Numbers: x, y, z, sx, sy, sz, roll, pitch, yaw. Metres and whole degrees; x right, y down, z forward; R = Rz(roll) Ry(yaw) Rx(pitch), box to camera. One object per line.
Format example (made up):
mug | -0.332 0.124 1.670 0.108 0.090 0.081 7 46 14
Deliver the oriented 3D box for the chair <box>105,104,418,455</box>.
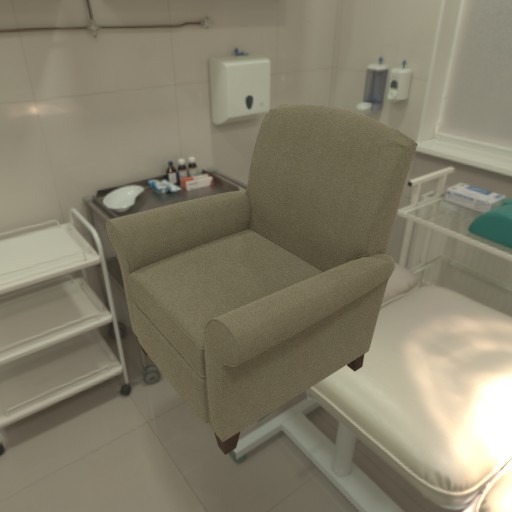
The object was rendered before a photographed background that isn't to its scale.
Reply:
chair | 0.000 0.000 1.802 0.905 1.061 0.978 -21 36 -32
